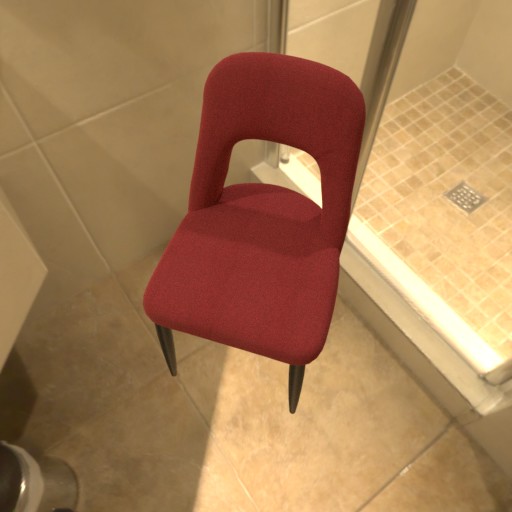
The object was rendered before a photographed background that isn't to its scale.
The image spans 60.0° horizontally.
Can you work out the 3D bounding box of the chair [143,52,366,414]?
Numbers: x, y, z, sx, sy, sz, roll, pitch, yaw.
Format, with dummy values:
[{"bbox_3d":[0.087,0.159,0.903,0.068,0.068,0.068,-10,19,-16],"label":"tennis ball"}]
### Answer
[{"bbox_3d":[0.000,0.000,1.240,0.483,0.892,0.569,15,60,9],"label":"chair"}]
